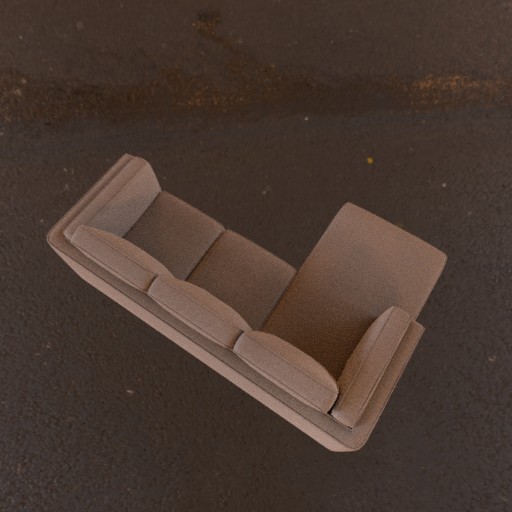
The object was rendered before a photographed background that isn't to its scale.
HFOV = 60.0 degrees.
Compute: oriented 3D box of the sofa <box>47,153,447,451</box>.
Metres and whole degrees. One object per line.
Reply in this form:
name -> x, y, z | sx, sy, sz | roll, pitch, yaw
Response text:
sofa -> 0.000, 0.000, 3.213 | 2.411, 0.929, 1.604 | 31, 69, 14
